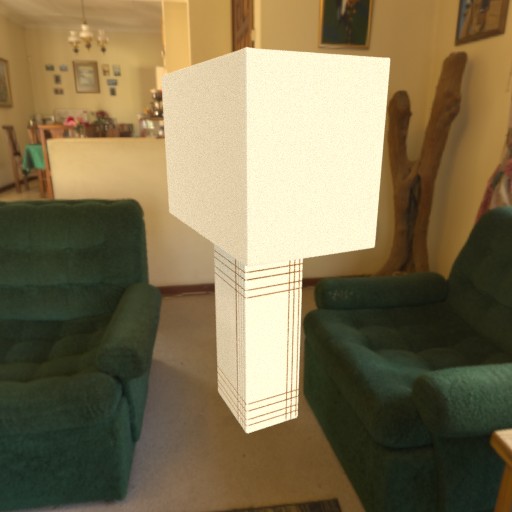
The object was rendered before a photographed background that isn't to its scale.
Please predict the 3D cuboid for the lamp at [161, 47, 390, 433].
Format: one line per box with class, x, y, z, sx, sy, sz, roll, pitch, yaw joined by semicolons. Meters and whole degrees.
lamp;0.000;0.000;0.691;0.182;0.543;0.334;-8;19;-24
